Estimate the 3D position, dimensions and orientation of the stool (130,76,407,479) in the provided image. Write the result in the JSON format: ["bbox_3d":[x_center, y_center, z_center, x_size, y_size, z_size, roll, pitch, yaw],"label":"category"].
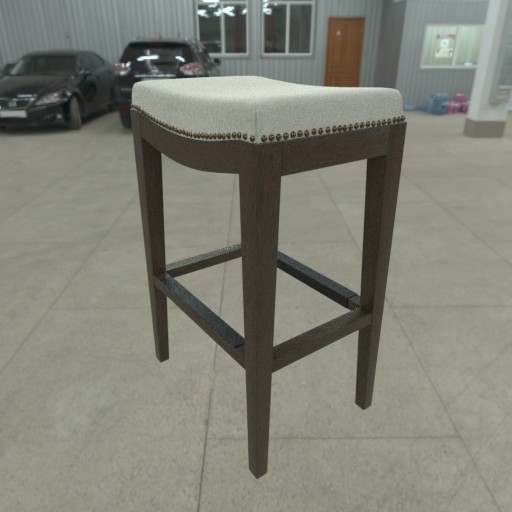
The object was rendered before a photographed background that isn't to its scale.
[{"bbox_3d":[0.000,0.000,1.043,0.358,0.759,0.498,-17,31,-32],"label":"stool"}]
